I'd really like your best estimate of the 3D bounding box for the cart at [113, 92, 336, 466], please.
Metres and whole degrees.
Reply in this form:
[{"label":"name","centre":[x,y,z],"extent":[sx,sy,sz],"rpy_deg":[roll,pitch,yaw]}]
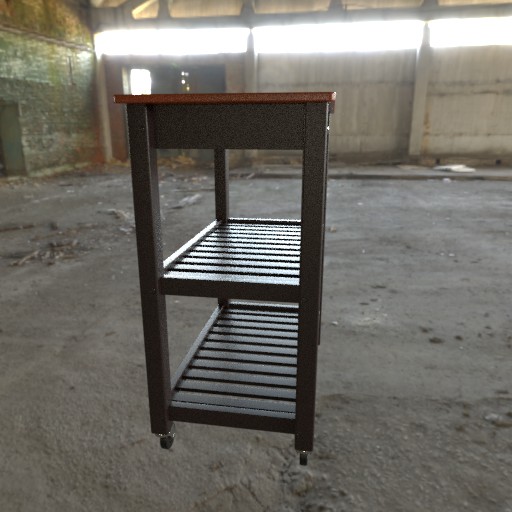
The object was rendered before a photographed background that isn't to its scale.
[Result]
[{"label":"cart","centre":[0.000,0.000,1.431],"extent":[0.457,0.927,0.899],"rpy_deg":[3,16,9]}]
